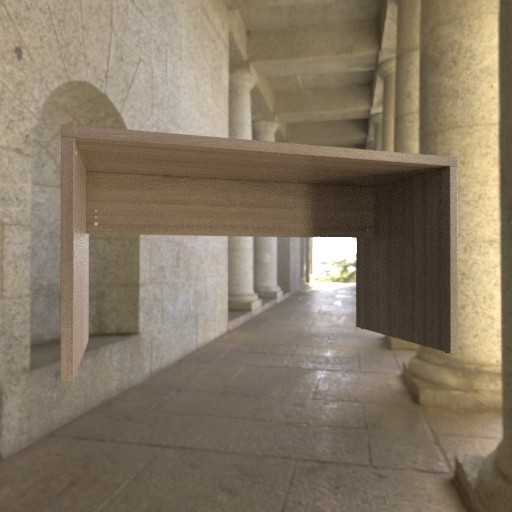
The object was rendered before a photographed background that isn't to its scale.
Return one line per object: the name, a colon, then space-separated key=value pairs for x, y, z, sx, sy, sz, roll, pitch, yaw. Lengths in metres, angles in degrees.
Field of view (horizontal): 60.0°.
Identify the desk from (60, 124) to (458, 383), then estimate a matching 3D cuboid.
desk: x=0.000 y=0.000 z=1.797 sx=1.380 sy=0.745 sz=0.690 roll=0 pitch=0 yaw=-17
